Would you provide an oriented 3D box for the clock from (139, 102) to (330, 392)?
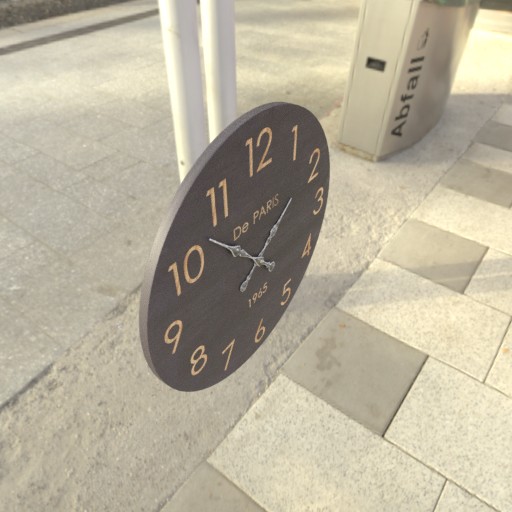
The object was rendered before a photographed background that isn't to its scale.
[{"bbox_3d":[0.000,0.000,0.894,0.029,0.595,0.595,25,46,26],"label":"clock"}]
